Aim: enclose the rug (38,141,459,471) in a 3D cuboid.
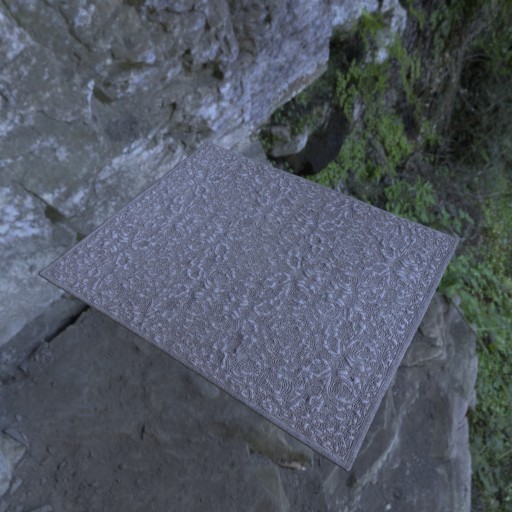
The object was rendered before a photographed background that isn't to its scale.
[{"bbox_3d":[0.000,0.000,4.066,3.017,0.035,2.472,26,53,21],"label":"rug"}]
